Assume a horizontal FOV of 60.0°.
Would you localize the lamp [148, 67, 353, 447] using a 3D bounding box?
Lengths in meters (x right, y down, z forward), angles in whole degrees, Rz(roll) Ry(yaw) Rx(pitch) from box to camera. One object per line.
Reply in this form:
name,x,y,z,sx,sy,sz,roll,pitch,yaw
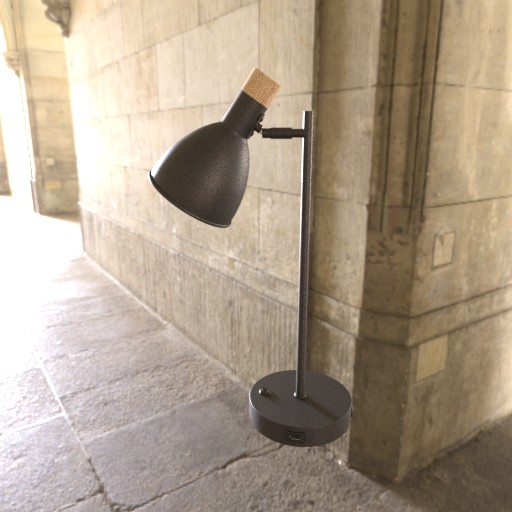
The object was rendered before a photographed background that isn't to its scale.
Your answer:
lamp,0.000,0.000,0.610,0.287,0.483,0.152,2,15,9
